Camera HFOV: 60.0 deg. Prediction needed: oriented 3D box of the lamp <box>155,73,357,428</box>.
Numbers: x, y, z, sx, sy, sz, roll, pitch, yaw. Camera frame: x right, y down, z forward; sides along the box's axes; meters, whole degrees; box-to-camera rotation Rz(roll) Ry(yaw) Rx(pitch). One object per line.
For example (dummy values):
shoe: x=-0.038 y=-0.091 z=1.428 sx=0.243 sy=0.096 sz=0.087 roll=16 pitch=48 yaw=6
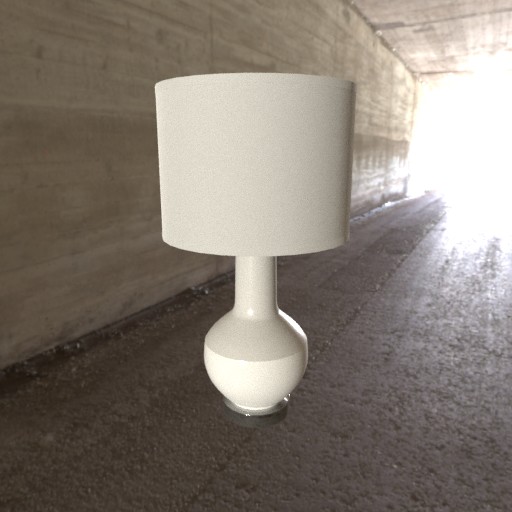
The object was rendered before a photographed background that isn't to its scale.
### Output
lamp: x=0.000 y=0.000 z=0.872 sx=0.357 sy=0.673 sz=0.357 roll=-2 pitch=14 yaw=-8
